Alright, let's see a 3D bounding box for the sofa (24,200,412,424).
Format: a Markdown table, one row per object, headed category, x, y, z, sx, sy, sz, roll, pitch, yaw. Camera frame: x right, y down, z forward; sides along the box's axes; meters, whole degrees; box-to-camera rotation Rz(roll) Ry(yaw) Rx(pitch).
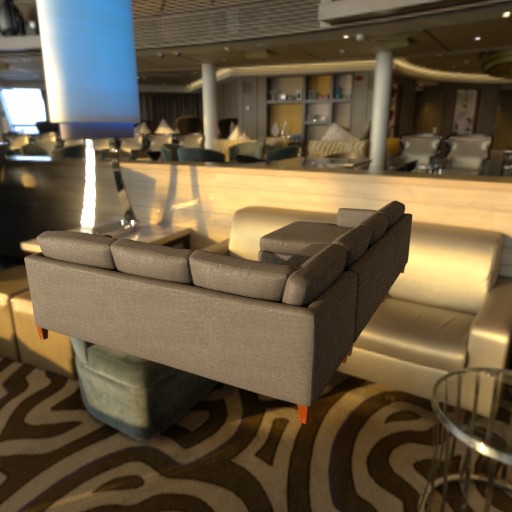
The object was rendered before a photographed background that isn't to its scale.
| category | x | y | z | sx | sy | sz | roll | pitch | yaw |
| --- | --- | --- | --- | --- | --- | --- | --- | --- | --- |
| sofa | 0.000 | 0.000 | 4.613 | 2.594 | 0.961 | 3.460 | 8 | 18 | 26 |
